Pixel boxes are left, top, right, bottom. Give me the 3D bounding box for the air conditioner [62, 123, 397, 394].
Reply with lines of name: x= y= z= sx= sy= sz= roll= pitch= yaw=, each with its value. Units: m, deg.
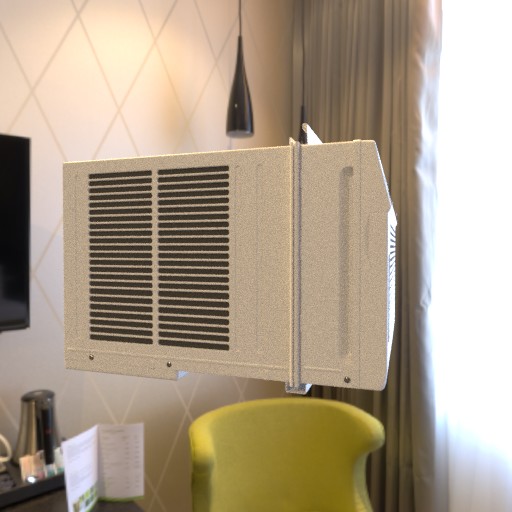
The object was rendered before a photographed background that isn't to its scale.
air conditioner: x=0.000 y=0.000 z=0.907 sx=0.546 sy=0.388 sz=0.503 roll=0 pitch=1 yaw=18
